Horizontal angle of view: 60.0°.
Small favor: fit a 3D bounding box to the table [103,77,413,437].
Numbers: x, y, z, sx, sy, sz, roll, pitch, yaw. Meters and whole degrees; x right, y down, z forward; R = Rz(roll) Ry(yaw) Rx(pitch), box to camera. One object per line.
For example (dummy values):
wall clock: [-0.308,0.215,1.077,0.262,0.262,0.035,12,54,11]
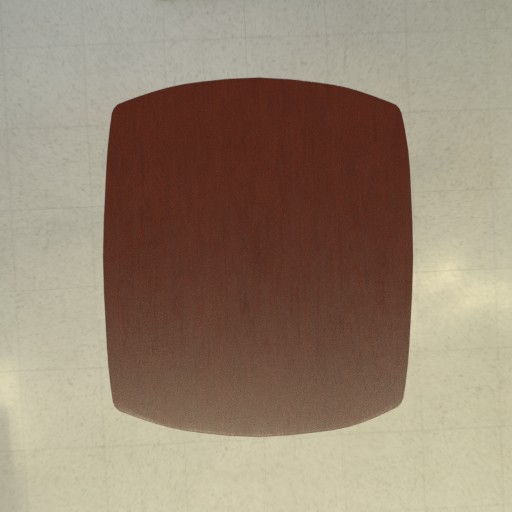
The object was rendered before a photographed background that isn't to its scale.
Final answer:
table: [0.000,0.000,0.865,0.433,0.496,0.502,0,91,-1]
